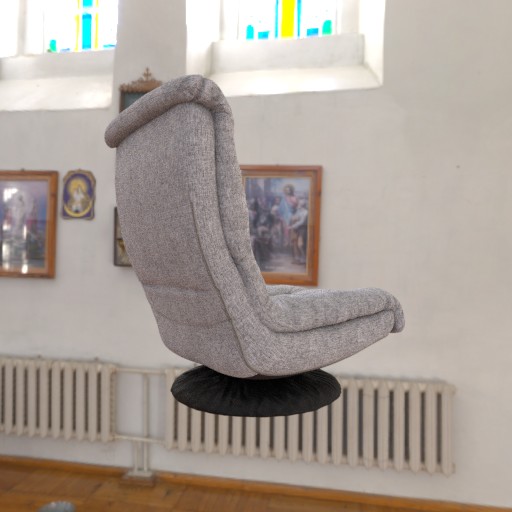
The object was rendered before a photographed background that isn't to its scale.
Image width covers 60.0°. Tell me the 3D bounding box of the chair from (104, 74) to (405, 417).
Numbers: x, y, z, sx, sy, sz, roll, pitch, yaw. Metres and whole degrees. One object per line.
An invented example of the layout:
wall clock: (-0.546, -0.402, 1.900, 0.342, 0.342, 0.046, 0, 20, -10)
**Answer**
chair: (0.000, 0.000, 0.988, 0.583, 0.600, 0.400, 1, -1, -35)
